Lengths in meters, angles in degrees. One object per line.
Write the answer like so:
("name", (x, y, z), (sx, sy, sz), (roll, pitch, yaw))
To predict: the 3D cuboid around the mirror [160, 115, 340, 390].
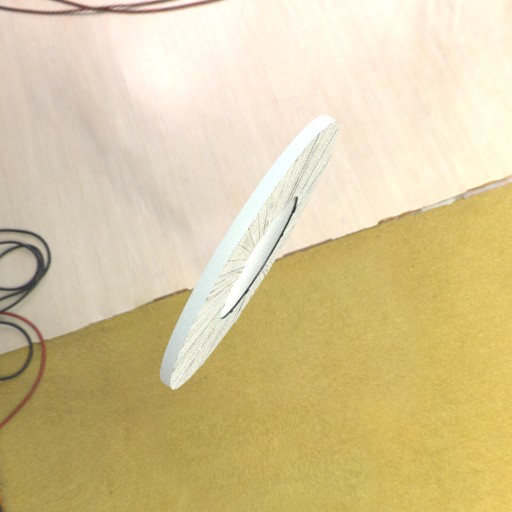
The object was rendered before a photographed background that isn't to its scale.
("mirror", (0.000, 0.000, 1.366), (0.038, 0.914, 0.914), (32, 78, 8))
